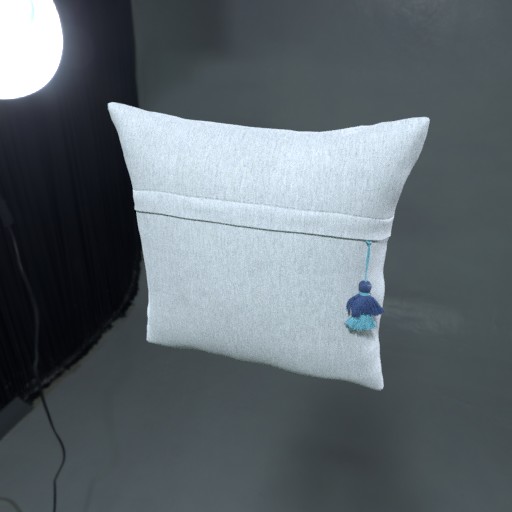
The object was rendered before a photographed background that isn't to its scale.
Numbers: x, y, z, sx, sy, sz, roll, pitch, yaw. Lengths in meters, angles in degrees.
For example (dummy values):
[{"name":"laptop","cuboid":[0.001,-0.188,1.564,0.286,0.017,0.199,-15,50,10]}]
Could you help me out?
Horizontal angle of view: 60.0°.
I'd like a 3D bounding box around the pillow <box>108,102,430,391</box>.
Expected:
[{"name":"pillow","cuboid":[0.000,0.000,0.681,0.433,0.436,0.173,8,28,15]}]
